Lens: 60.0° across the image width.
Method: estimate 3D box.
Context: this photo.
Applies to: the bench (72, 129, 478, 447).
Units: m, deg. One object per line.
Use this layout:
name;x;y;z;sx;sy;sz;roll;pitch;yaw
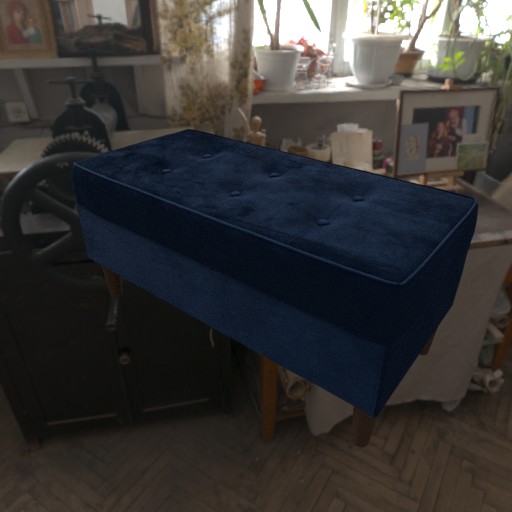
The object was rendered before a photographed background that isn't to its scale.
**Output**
bench;0.000;0.000;1.269;1.010;0.467;0.489;22;38;32
